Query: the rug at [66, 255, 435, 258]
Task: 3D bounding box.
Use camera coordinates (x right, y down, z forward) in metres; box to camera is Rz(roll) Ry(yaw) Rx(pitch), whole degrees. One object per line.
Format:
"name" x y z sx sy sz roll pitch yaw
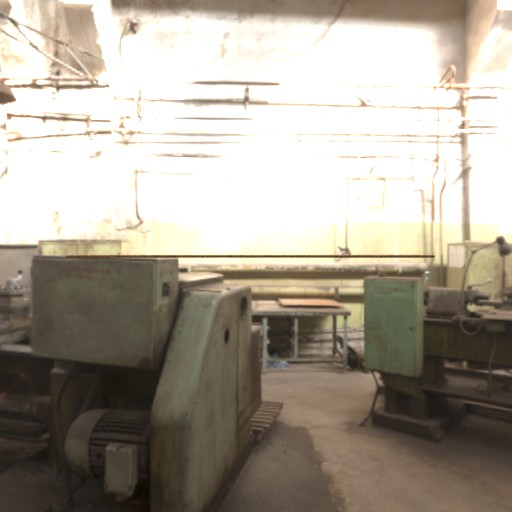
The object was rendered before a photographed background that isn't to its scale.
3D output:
"rug" 0.000 0.000 2.879 1.566 0.013 2.141 0 0 1
